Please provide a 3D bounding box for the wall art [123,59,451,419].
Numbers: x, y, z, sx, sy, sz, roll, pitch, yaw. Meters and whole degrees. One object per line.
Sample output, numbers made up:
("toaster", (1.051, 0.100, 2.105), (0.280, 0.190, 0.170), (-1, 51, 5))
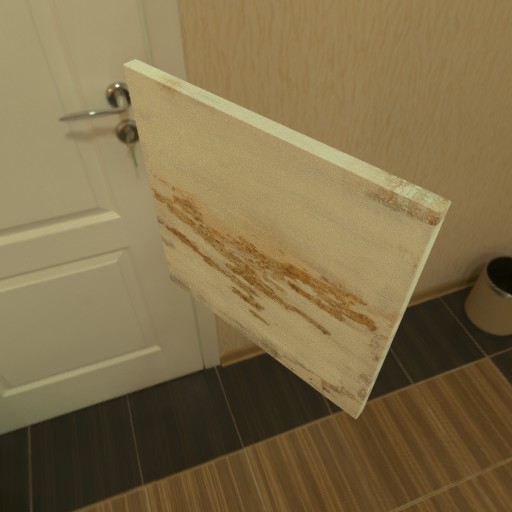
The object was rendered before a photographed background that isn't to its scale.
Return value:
("wall art", (0.000, 0.000, 1.107), (0.753, 0.755, 0.038), (33, 55, 26))
